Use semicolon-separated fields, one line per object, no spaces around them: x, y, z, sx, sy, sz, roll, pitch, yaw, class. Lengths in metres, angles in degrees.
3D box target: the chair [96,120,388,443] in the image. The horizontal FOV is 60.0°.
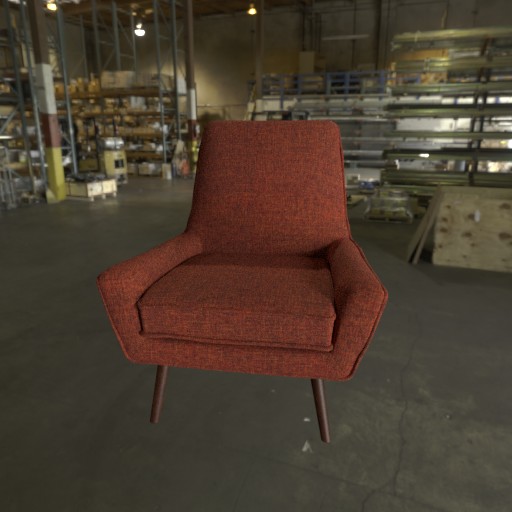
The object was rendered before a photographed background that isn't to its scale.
0.000;0.000;1.534;0.803;0.911;0.784;3;16;9;chair
